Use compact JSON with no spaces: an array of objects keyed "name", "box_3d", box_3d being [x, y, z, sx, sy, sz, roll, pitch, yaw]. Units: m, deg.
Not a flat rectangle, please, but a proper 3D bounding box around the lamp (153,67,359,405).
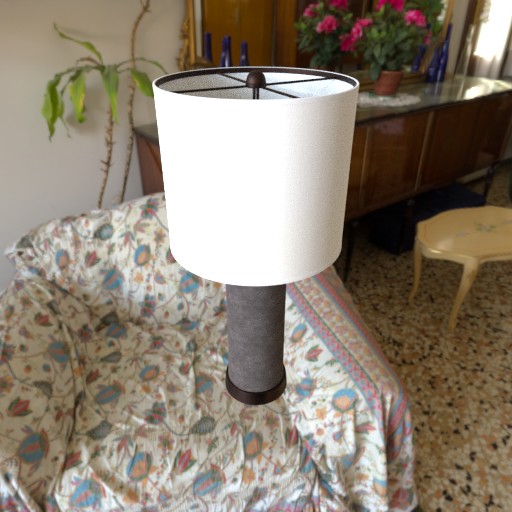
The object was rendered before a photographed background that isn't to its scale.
[{"name":"lamp","box_3d":[0.000,0.000,0.808,0.301,0.630,0.301,9,31,14]}]
